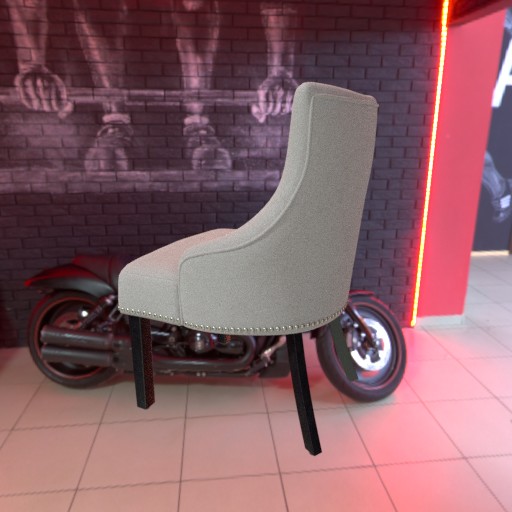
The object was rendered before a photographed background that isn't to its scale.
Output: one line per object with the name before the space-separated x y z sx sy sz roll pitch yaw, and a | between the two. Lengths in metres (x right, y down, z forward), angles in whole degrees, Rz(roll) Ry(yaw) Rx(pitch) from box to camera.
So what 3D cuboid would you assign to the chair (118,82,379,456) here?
chair | 0.000 0.000 1.317 0.629 0.909 0.566 8 18 25
